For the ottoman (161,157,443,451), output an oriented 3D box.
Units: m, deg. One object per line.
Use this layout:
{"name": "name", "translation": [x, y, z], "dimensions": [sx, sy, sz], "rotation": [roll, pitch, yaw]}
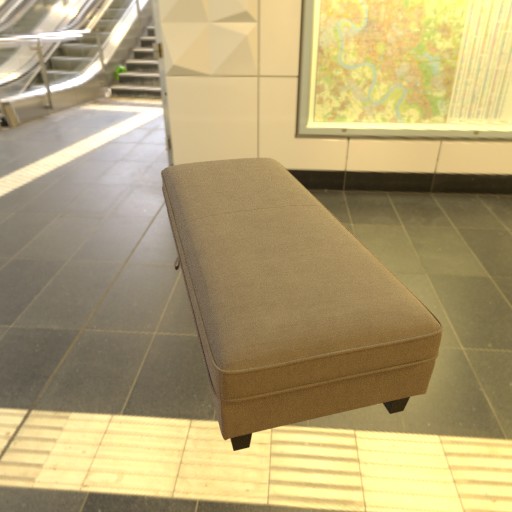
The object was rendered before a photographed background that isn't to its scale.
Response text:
{"name": "ottoman", "translation": [0.000, 0.000, 2.056], "dimensions": [0.751, 0.470, 1.764], "rotation": [-8, 31, -13]}
